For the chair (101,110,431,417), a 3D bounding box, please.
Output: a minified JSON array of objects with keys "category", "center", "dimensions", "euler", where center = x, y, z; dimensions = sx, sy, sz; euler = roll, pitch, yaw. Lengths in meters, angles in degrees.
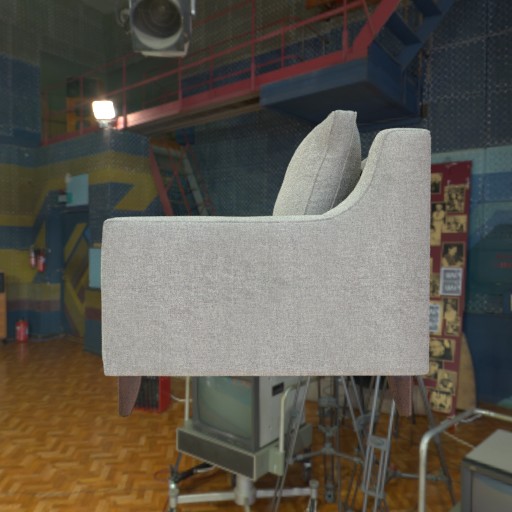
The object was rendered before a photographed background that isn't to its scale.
[{"category":"chair","center":[0.000,0.000,1.573],"dimensions":[0.918,0.864,0.838],"euler":[0,1,-1]}]
